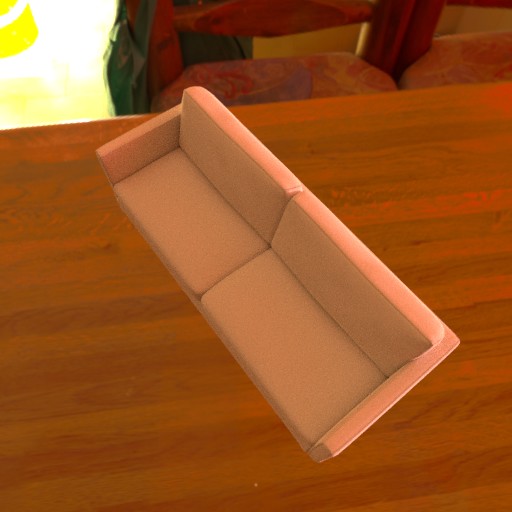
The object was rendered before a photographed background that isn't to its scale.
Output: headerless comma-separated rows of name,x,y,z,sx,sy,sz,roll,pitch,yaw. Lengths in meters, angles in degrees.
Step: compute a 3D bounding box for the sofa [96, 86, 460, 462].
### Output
sofa,0.000,0.000,2.860,0.951,0.962,2.361,-35,68,-16
